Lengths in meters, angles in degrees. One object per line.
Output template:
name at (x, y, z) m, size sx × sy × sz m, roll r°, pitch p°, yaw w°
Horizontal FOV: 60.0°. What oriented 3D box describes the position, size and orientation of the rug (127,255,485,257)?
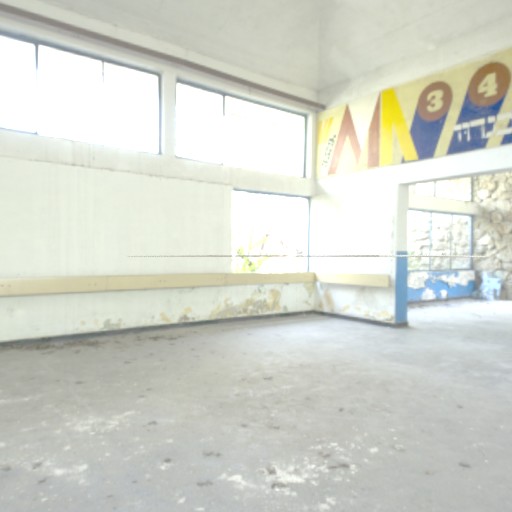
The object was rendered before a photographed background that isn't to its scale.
rug at (0.000, 0.000, 2.596) m, size 0.712 × 0.013 × 2.346 m, roll 0°, pitch 0°, yaw -36°
